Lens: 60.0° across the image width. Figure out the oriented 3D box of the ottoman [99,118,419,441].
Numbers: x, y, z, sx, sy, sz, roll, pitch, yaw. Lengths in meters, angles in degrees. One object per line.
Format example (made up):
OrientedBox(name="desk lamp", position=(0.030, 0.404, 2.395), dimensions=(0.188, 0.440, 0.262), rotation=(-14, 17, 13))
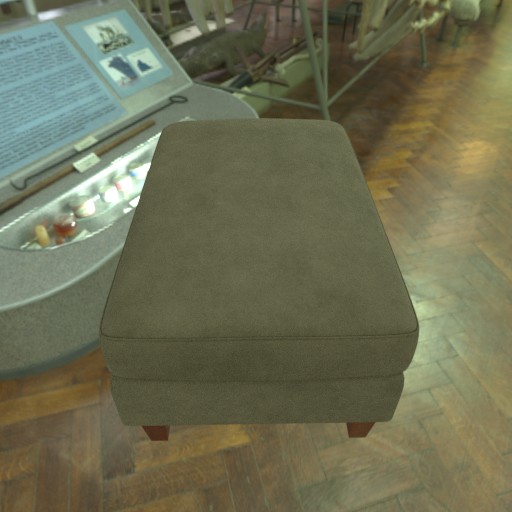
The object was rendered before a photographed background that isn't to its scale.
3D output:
OrientedBox(name="ottoman", position=(0.000, 0.000, 1.183), dimensions=(0.584, 0.483, 0.864), rotation=(-1, 41, -1))
